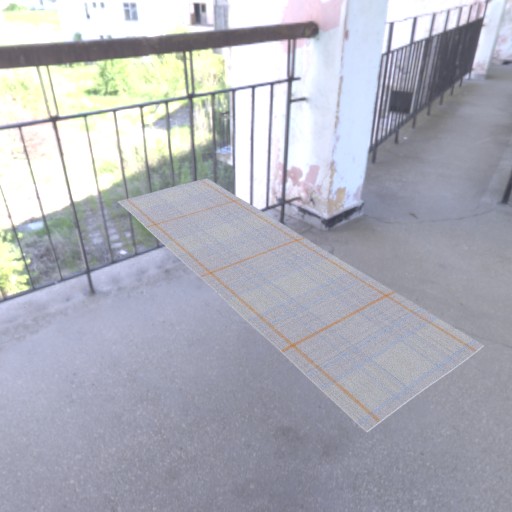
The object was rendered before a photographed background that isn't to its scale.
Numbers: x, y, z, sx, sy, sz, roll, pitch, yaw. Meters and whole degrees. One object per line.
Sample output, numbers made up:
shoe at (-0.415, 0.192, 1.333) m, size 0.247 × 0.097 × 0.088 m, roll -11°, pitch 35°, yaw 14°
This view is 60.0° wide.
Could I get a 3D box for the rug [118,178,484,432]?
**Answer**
rug at (0.000, 0.000, 2.638) m, size 0.770 × 0.016 × 2.442 m, roll -21°, pitch 37°, yaw -30°
